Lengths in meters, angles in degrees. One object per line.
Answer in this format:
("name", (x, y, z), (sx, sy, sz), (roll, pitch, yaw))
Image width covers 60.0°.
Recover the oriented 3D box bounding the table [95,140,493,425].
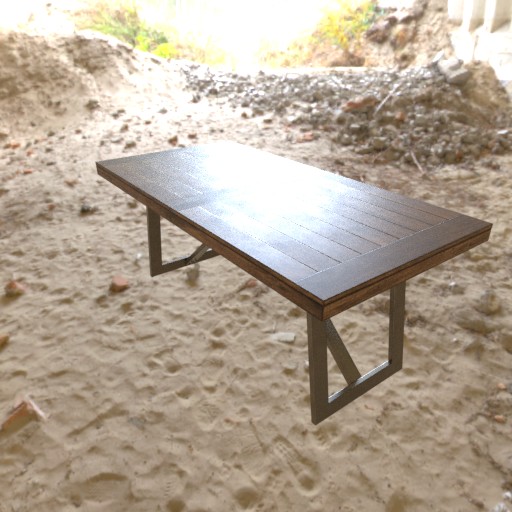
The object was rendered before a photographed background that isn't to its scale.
("table", (0.000, 0.000, 2.332), (0.931, 0.757, 1.867), (-19, 32, -32))
